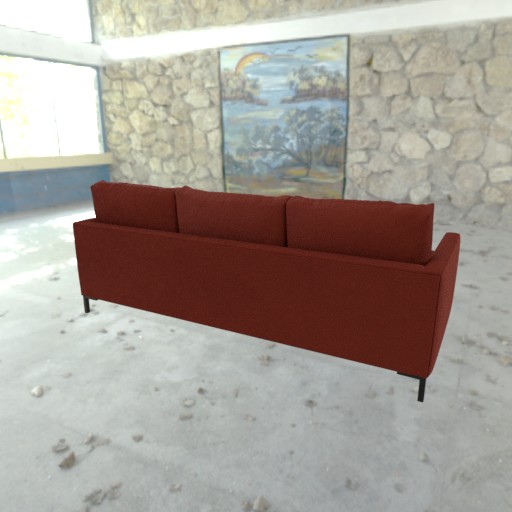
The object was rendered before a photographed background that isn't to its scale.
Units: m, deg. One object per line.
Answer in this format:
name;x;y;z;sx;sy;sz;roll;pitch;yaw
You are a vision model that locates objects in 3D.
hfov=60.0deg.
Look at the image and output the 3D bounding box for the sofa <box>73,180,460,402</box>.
sofa;0.000;0.000;2.745;2.252;0.879;0.875;8;18;27
